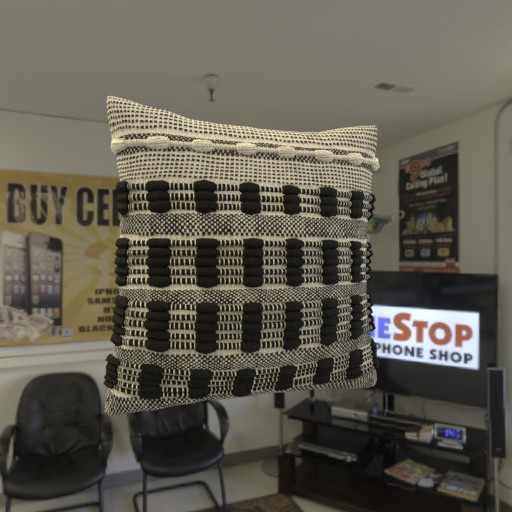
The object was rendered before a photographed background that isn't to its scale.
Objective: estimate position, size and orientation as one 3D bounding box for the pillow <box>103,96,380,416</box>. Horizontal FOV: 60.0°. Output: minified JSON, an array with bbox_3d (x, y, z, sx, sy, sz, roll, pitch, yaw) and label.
[{"bbox_3d":[0.000,0.000,0.669,0.436,0.438,0.156,0,0,-19],"label":"pillow"}]
